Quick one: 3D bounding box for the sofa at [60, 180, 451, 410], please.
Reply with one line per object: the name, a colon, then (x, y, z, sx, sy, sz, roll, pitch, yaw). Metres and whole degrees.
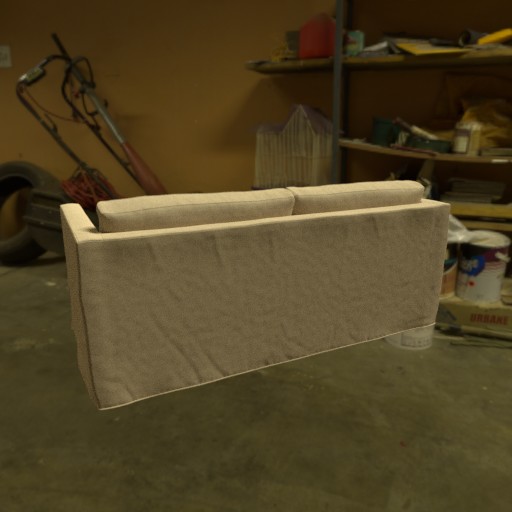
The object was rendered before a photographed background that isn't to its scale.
sofa: (0.000, 0.000, 2.485, 1.959, 0.835, 0.962, -8, 18, -25)
